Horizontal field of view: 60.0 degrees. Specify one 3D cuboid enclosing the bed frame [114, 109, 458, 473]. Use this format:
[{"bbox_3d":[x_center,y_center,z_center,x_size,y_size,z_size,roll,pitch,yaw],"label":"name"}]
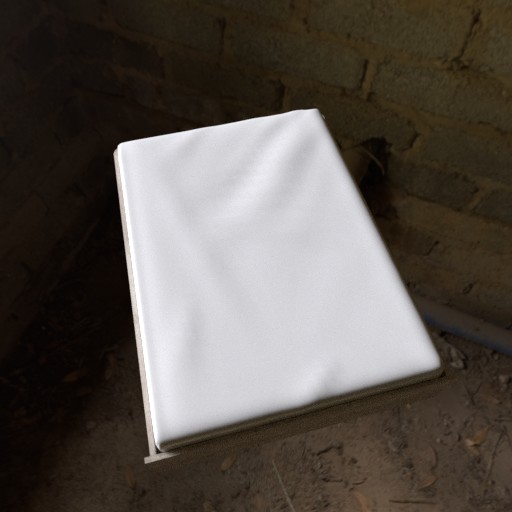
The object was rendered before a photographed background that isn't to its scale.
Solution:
[{"bbox_3d":[0.000,0.000,2.611,1.490,0.462,1.950,-12,59,-8],"label":"bed frame"}]
